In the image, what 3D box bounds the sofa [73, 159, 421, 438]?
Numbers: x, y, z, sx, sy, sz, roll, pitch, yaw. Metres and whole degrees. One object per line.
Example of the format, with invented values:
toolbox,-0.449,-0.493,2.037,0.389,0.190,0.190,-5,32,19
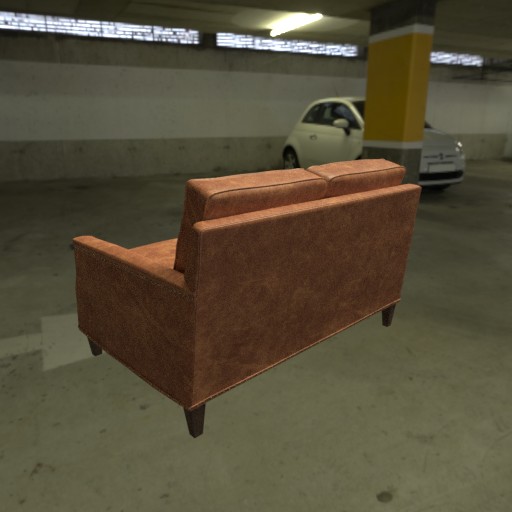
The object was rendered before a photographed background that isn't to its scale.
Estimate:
sofa,0.000,0.000,2.382,1.597,1.003,1.084,-15,22,-42
